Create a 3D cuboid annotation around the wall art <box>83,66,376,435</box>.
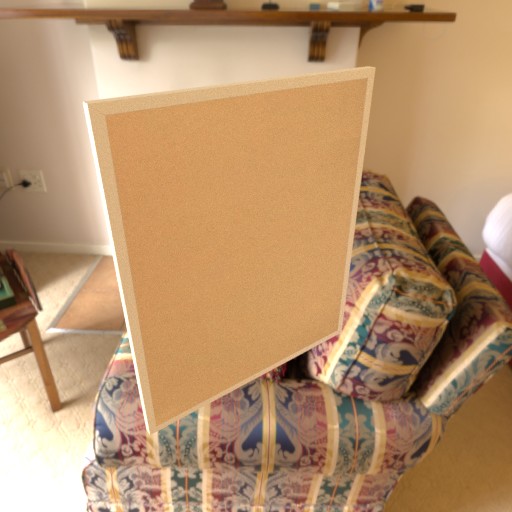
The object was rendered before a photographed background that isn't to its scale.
[{"bbox_3d":[0.000,0.000,0.614,0.382,0.456,0.013,-20,36,-30],"label":"wall art"}]
